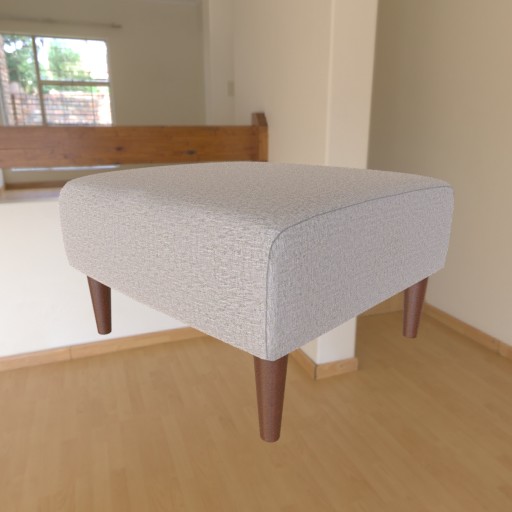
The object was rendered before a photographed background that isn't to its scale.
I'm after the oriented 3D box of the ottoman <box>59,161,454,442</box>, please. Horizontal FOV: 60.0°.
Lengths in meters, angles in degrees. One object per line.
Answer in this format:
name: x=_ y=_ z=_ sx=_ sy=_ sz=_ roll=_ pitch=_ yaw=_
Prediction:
ottoman: x=0.000 y=0.000 z=1.031 sx=0.655 sy=0.399 sz=0.648 roll=15 pitch=22 yaw=42
